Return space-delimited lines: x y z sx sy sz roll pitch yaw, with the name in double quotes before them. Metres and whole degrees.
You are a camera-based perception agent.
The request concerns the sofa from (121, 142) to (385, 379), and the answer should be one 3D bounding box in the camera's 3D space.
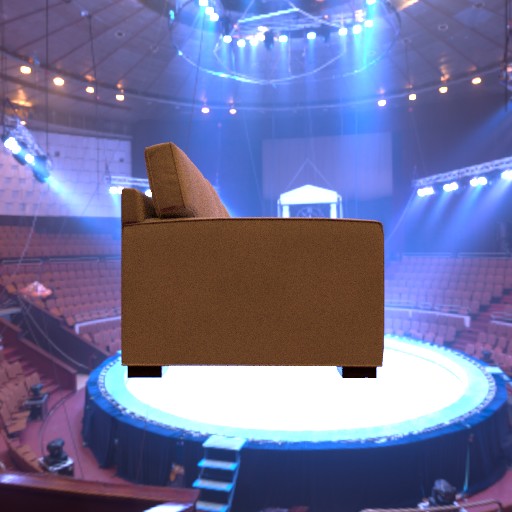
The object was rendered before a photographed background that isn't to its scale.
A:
"sofa" 0.000 0.000 2.591 0.935 0.862 2.088 0 0 1
